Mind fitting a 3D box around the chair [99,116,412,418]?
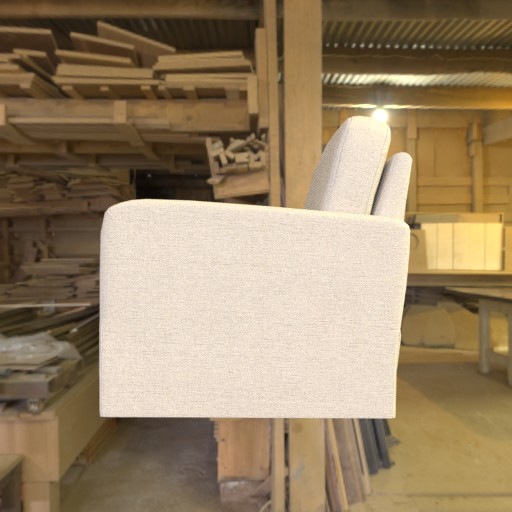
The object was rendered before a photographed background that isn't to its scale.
[{"bbox_3d":[0.000,0.000,1.517,0.888,0.827,0.755,0,1,1],"label":"chair"}]
